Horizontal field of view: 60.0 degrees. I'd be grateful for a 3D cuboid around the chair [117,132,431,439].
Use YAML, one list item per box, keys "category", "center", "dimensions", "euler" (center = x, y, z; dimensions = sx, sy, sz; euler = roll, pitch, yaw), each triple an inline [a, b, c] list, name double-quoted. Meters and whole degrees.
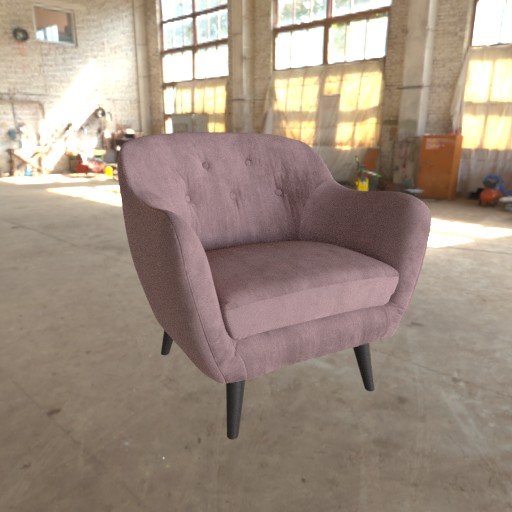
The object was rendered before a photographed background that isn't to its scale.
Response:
- category: "chair"
  center: [0.000, 0.000, 1.528]
  dimensions: [0.840, 0.820, 0.820]
  euler: [-8, 18, -27]
